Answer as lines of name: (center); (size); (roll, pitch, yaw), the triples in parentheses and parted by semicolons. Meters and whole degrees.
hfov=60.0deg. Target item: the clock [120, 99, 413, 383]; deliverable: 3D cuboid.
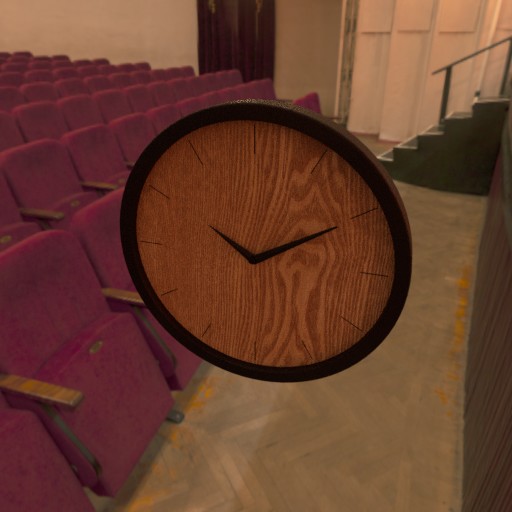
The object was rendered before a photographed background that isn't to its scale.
clock: (0.000, 0.000, 0.471); (0.314, 0.314, 0.029); (8, 27, 16)
